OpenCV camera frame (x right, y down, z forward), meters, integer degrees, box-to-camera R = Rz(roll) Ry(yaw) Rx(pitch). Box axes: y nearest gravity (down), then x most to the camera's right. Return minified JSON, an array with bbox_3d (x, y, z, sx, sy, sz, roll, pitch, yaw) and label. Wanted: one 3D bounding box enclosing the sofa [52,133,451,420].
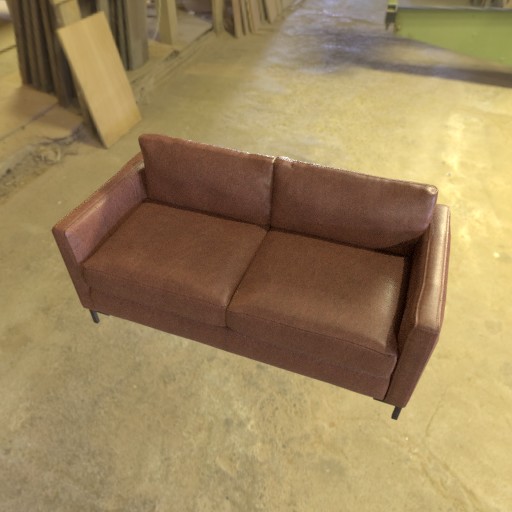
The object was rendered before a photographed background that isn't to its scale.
[{"bbox_3d":[0.000,0.000,2.296,1.797,0.883,0.899,14,44,15],"label":"sofa"}]
